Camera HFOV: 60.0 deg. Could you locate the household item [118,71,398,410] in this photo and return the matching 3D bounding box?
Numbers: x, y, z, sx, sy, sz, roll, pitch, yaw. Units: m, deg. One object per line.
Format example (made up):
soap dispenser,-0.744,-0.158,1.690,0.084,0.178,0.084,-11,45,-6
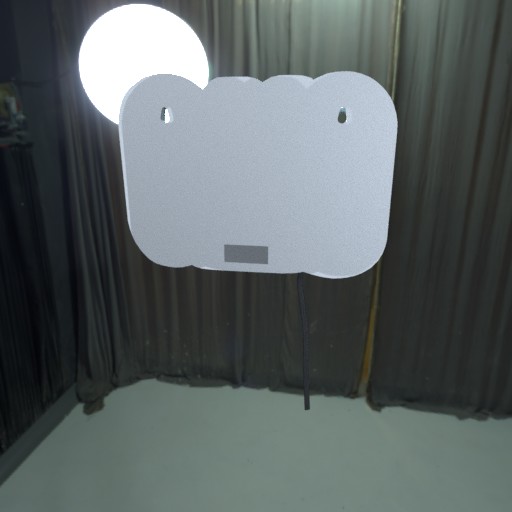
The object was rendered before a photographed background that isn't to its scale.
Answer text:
household item,0.000,0.000,0.386,0.211,0.294,0.042,3,19,8
